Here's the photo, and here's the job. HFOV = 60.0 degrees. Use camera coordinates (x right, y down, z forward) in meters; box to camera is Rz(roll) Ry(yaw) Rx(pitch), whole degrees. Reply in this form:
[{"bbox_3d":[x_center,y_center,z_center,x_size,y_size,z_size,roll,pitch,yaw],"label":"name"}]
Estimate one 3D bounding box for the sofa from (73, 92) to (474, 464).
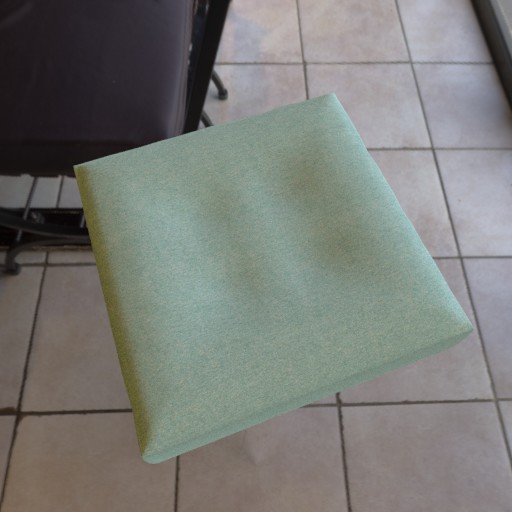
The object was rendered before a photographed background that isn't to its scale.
[{"bbox_3d":[0.000,0.000,1.406,0.930,0.330,0.930,-18,66,-8],"label":"sofa"}]
